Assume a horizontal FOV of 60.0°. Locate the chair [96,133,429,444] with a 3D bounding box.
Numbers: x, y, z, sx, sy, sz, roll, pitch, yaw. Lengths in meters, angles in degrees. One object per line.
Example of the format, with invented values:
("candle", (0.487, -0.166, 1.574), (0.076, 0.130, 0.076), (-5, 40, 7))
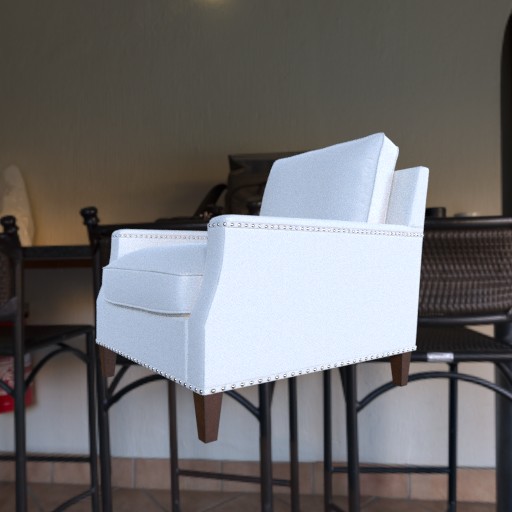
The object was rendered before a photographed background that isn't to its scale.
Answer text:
("chair", (0.000, 0.000, 1.703), (1.014, 0.943, 0.853), (0, 0, -37))
